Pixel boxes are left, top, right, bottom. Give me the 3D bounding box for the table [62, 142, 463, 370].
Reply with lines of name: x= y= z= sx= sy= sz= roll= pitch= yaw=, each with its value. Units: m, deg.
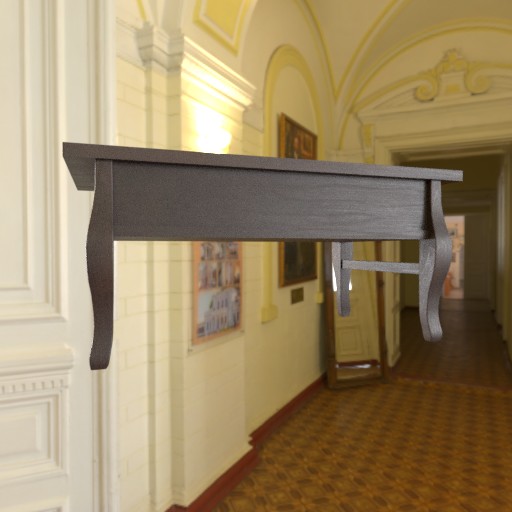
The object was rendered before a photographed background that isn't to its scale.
table: x=0.000 y=0.000 z=1.384 sx=1.062 sy=0.494 sz=0.600 roll=0 pitch=1 yaw=-19
